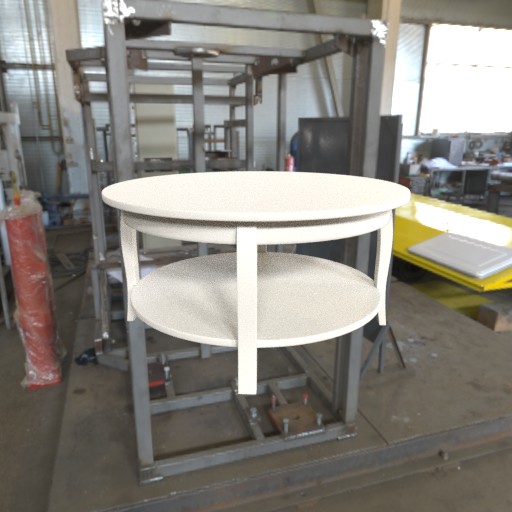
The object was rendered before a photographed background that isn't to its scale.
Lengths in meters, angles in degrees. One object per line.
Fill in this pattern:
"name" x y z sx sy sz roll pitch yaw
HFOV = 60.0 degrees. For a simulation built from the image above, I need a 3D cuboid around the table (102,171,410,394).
"table" 0.000 0.000 1.441 0.910 0.457 0.910 0 16 0
